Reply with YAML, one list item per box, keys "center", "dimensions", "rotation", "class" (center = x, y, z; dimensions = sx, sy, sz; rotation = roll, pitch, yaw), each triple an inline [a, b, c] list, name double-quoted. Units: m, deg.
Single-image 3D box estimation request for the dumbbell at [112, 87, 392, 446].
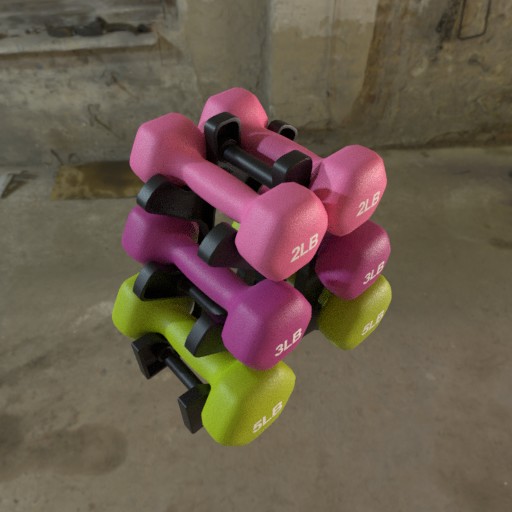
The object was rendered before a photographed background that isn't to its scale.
- center: [0.000, 0.000, 0.433]
  dimensions: [0.257, 0.261, 0.203]
  rotation: [-33, 54, -29]
  class: "dumbbell"
